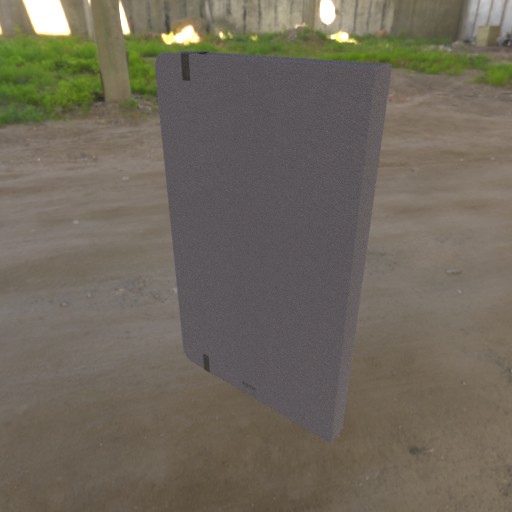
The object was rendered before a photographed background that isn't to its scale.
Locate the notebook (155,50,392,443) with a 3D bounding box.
[{"bbox_3d":[0.000,0.000,0.258,0.127,0.213,0.016,20,35,32],"label":"notebook"}]
